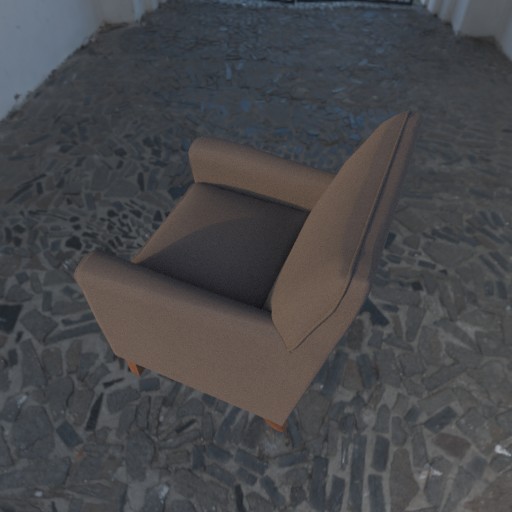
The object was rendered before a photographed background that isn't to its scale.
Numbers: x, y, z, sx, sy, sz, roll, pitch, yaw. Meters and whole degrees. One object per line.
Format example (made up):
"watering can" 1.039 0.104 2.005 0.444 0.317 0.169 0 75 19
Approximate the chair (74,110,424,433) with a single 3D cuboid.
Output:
"chair" 0.000 0.000 1.572 0.831 0.911 0.836 17 49 15
